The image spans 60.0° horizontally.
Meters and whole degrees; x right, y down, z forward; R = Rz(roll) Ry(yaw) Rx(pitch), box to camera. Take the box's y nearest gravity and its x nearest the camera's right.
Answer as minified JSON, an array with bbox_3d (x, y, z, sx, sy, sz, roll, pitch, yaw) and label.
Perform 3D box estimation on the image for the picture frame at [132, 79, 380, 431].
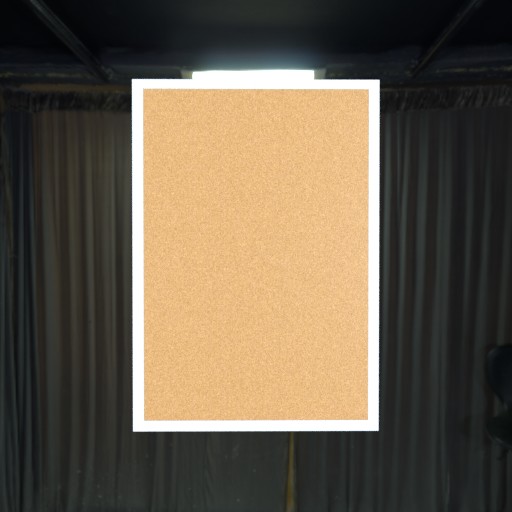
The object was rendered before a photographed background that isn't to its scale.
[{"bbox_3d":[0.000,0.000,1.191,0.659,0.940,0.013,0,1,0],"label":"picture frame"}]
